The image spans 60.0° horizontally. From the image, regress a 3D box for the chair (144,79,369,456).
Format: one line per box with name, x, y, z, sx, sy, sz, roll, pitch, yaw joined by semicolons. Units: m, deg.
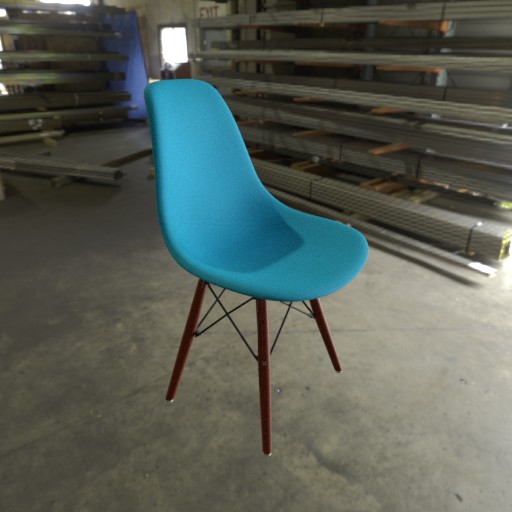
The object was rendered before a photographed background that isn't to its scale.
chair;0.000;0.000;1.140;0.533;0.826;0.470;17;30;32
